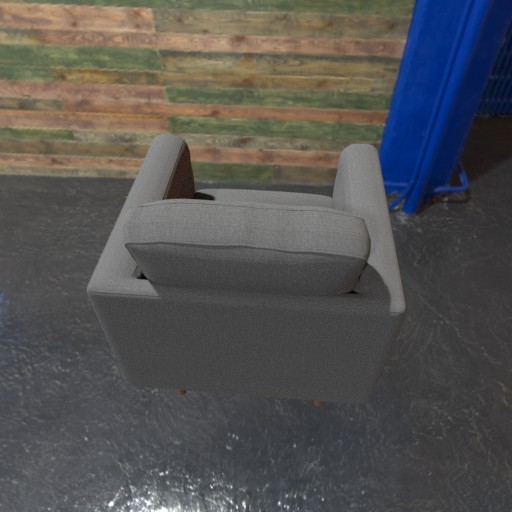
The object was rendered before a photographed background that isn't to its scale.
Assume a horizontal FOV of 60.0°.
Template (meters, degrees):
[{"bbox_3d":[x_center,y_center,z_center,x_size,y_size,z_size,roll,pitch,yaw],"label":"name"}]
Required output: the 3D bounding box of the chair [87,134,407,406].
[{"bbox_3d":[0.000,0.000,1.578,0.854,0.927,0.800,4,47,3],"label":"chair"}]
